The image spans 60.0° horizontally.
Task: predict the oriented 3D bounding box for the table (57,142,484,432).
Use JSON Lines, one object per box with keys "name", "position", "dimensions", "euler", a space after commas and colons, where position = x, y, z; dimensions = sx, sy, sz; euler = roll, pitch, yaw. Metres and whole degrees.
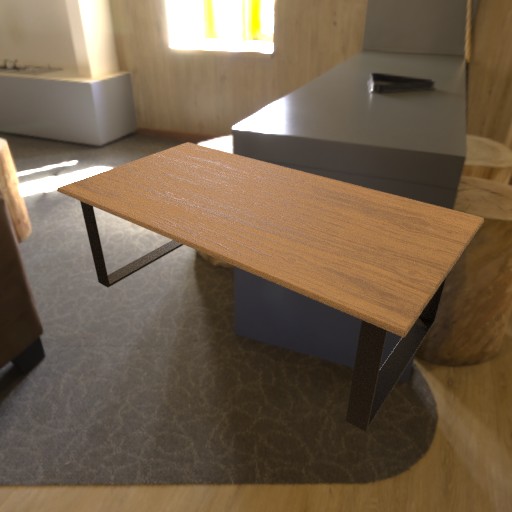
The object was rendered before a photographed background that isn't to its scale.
{"name": "table", "position": [0.000, 0.000, 1.653], "dimensions": [1.331, 0.445, 0.693], "euler": [22, 38, 31]}
